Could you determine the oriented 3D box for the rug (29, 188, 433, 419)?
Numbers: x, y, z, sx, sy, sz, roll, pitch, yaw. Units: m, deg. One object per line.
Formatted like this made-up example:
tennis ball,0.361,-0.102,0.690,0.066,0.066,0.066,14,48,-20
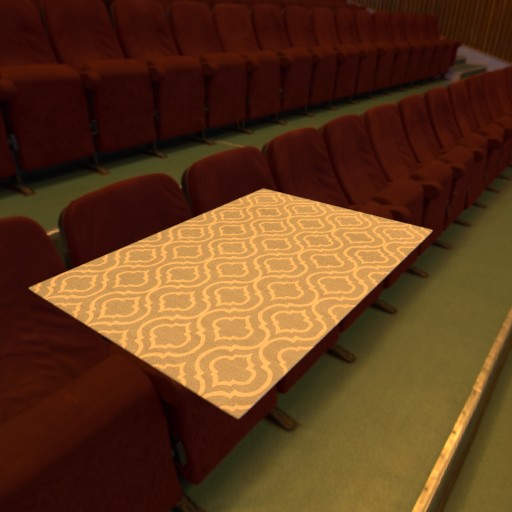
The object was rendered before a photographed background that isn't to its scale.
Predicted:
rug,0.000,0.000,2.688,1.451,0.010,2.080,19,33,33
